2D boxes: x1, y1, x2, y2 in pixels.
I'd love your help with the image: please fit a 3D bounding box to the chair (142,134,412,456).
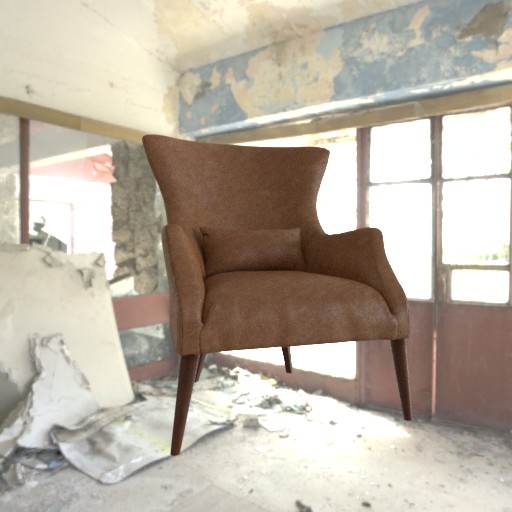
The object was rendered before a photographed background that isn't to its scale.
[{"bbox_3d":[0.000,0.000,1.753,0.846,1.067,0.955,0,1,-18],"label":"chair"}]
